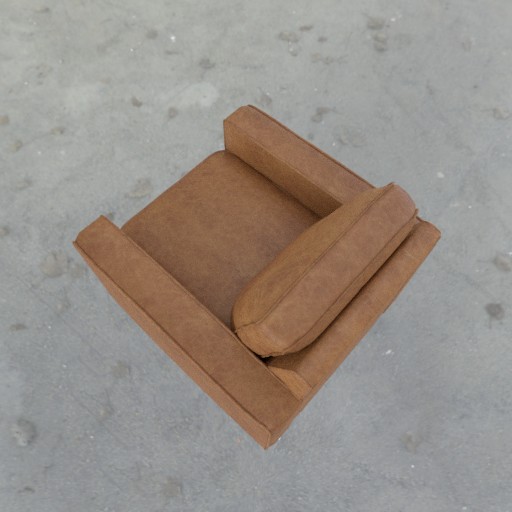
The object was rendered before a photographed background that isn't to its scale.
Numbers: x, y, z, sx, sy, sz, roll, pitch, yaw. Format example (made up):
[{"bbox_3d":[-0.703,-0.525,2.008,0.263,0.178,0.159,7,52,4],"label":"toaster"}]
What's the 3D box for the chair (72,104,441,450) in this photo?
[{"bbox_3d":[0.000,0.000,1.726,1.027,0.901,0.987,36,68,17],"label":"chair"}]
